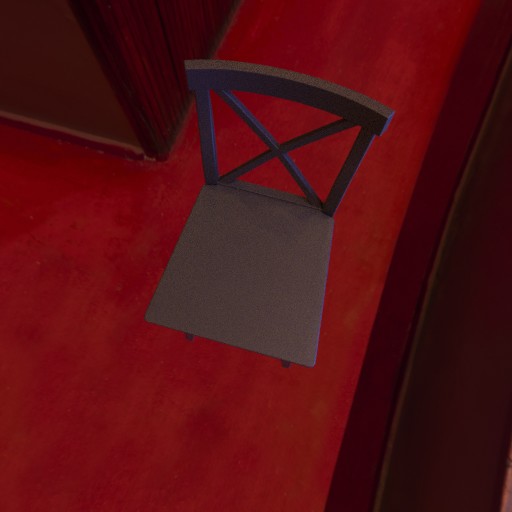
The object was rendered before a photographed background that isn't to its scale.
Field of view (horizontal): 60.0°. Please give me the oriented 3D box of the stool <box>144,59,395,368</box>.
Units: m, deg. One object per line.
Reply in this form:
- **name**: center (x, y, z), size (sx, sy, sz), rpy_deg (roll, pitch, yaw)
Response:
- **stool**: center (0.000, 0.000, 1.319), size (0.452, 0.989, 0.559), rpy_deg (15, 76, 4)
